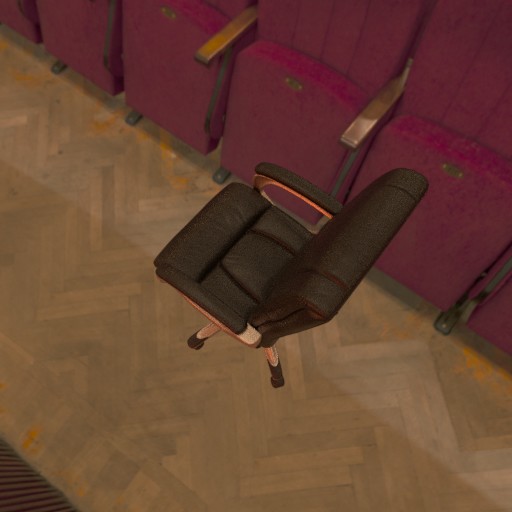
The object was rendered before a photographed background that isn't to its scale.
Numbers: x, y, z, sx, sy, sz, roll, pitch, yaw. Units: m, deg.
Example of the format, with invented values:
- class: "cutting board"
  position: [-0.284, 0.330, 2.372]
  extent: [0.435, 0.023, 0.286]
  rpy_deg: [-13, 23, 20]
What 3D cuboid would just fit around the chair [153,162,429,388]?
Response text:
- class: "chair"
  position: [0.000, 0.000, 1.631]
  extent: [0.780, 1.145, 0.700]
  rpy_deg: [35, 69, 16]
